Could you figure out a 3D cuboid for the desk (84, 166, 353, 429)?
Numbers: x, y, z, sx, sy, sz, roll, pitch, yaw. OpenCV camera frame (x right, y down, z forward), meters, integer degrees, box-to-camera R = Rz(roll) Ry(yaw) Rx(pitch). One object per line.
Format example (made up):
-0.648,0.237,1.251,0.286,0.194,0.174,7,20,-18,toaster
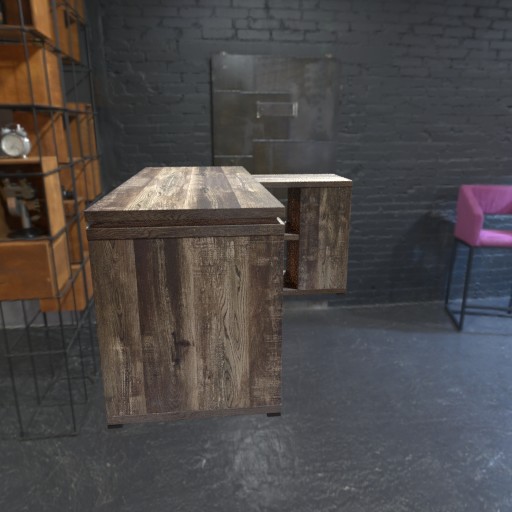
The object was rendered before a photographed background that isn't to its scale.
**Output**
0.000,0.000,2.204,1.200,0.753,1.524,-2,16,-6,desk
